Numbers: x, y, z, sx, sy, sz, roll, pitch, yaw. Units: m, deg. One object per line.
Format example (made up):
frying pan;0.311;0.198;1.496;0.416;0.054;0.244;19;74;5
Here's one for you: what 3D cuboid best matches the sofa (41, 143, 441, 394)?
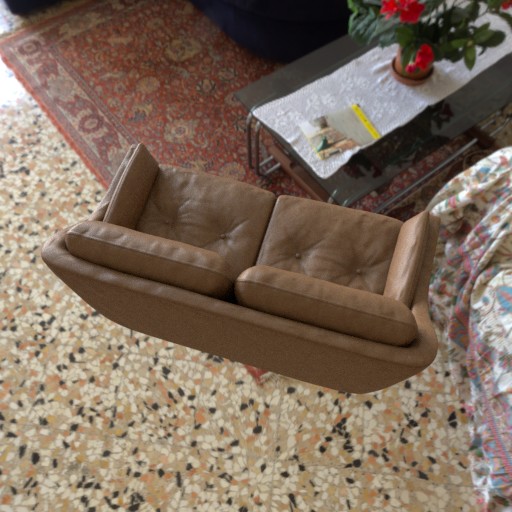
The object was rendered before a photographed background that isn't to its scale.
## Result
sofa;0.000;0.000;2.278;1.731;0.886;0.981;15;64;7
